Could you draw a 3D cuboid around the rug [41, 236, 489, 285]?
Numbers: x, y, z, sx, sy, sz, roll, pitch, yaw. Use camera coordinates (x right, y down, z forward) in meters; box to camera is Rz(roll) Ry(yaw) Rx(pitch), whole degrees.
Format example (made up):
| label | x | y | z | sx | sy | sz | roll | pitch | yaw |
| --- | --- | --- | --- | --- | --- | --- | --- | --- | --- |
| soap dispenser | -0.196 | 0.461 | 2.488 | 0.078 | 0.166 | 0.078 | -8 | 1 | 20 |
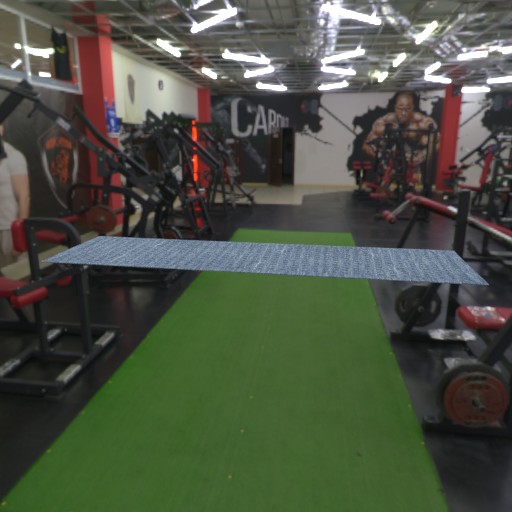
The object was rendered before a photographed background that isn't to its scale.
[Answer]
| label | x | y | z | sx | sy | sz | roll | pitch | yaw |
| --- | --- | --- | --- | --- | --- | --- | --- | --- | --- |
| rug | 0.000 | 0.000 | 2.704 | 2.443 | 0.008 | 0.688 | 3 | 15 | 10 |
